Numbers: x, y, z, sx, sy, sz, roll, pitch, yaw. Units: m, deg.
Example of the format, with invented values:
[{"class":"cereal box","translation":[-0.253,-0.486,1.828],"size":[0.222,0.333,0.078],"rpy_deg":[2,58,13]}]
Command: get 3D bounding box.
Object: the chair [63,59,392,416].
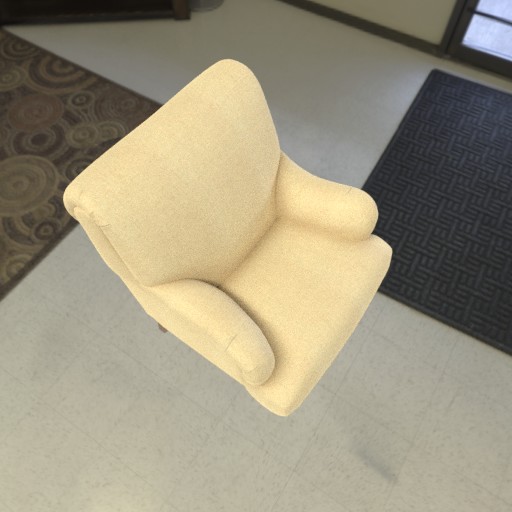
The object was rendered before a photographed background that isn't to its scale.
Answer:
[{"class":"chair","translation":[0.000,0.000,1.597],"size":[0.842,0.944,0.766],"rpy_deg":[32,64,17]}]
